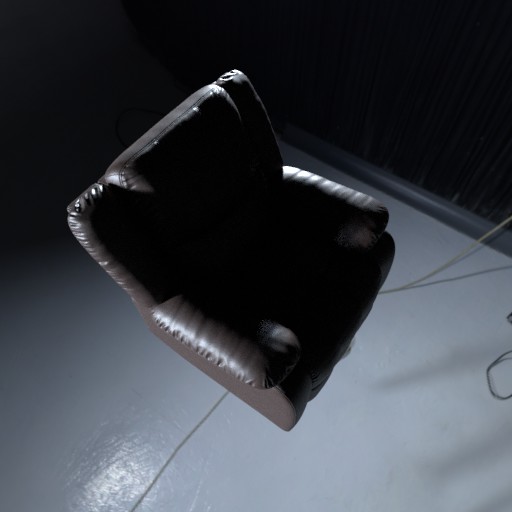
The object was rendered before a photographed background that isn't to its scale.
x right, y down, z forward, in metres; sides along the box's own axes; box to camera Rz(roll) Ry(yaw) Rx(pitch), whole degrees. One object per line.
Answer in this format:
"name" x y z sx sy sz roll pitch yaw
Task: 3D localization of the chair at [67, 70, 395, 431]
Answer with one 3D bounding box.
"chair" 0.000 0.000 1.735 0.934 1.009 0.899 31 63 18
